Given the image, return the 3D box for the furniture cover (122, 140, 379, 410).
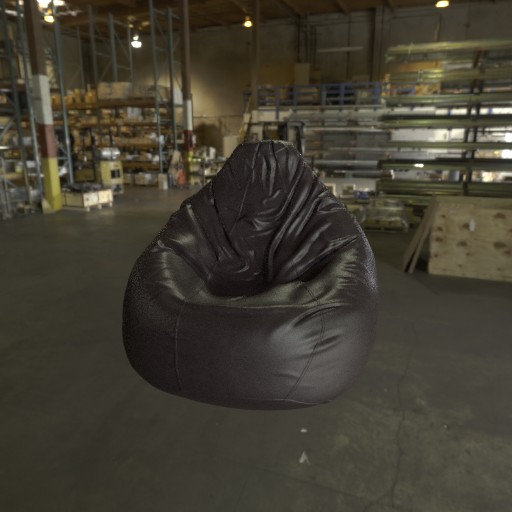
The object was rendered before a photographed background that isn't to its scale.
[{"bbox_3d":[0.000,0.000,1.951,1.070,0.990,1.070,2,15,9],"label":"furniture cover"}]
